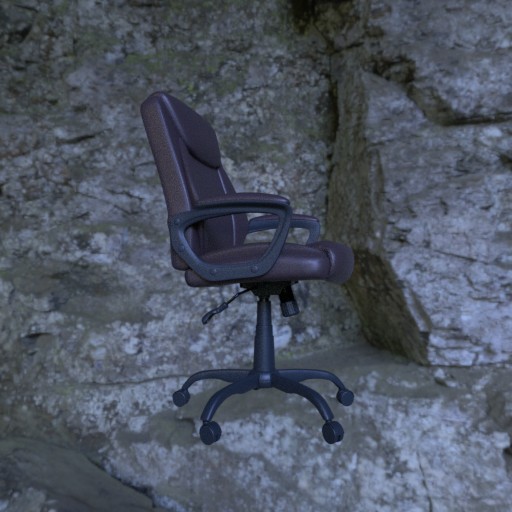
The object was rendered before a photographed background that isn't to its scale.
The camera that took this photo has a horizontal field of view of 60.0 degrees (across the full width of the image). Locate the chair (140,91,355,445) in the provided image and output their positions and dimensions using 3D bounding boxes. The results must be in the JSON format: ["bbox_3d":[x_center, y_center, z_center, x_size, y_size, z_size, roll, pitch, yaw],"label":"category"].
[{"bbox_3d":[0.000,0.000,1.525,0.655,1.072,0.615,0,-2,17],"label":"chair"}]
